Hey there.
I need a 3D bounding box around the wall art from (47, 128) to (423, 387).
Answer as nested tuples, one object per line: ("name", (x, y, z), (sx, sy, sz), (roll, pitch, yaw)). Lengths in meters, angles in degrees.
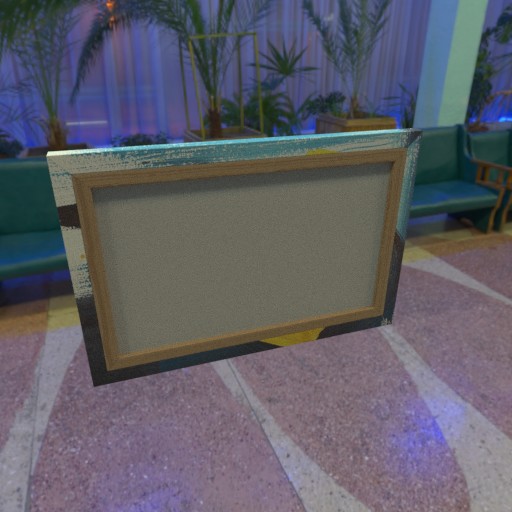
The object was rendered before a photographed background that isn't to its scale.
("wall art", (0.000, 0.000, 1.182), (0.914, 0.610, 0.039), (-8, 27, -17))
